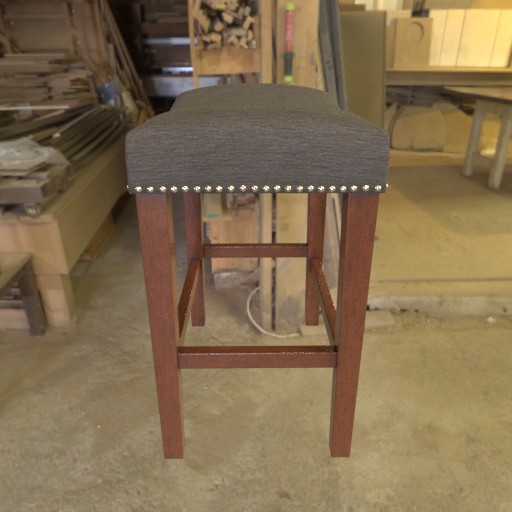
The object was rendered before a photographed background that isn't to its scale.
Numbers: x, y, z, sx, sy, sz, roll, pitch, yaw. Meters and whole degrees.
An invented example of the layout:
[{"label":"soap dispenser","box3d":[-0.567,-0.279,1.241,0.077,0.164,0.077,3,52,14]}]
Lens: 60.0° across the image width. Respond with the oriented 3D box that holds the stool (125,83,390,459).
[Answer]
[{"label":"stool","box3d":[0.000,0.000,0.942,0.372,0.654,0.504,0,26,-1]}]
